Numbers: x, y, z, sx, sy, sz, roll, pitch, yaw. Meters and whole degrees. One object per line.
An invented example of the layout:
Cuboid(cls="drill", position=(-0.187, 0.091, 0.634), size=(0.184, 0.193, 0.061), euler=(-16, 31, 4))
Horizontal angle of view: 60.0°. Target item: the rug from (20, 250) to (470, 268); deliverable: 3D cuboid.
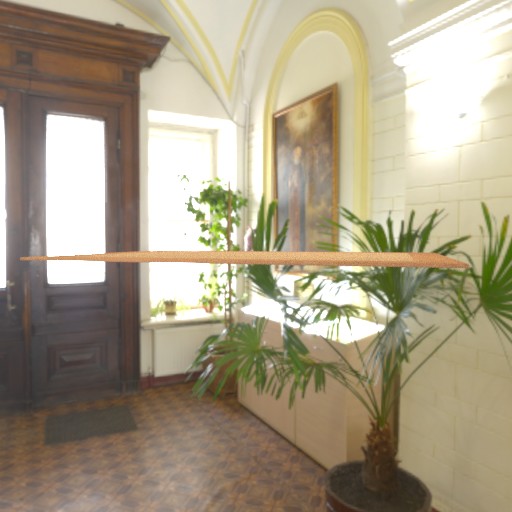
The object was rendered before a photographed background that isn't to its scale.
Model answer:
Cuboid(cls="rug", position=(0.000, 0.000, 2.289), size=(1.829, 0.014, 1.219), euler=(1, 2, 17))
